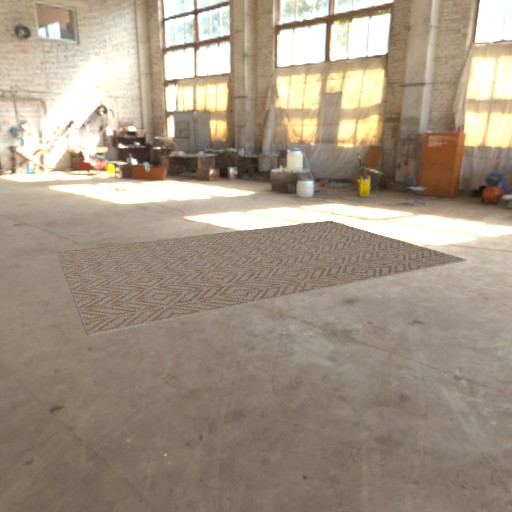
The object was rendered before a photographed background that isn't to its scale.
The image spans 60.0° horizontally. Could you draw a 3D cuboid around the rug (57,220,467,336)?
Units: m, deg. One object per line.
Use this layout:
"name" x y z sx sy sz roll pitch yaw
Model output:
"rug" 0.000 0.000 3.091 2.438 0.008 1.523 -8 18 -27
